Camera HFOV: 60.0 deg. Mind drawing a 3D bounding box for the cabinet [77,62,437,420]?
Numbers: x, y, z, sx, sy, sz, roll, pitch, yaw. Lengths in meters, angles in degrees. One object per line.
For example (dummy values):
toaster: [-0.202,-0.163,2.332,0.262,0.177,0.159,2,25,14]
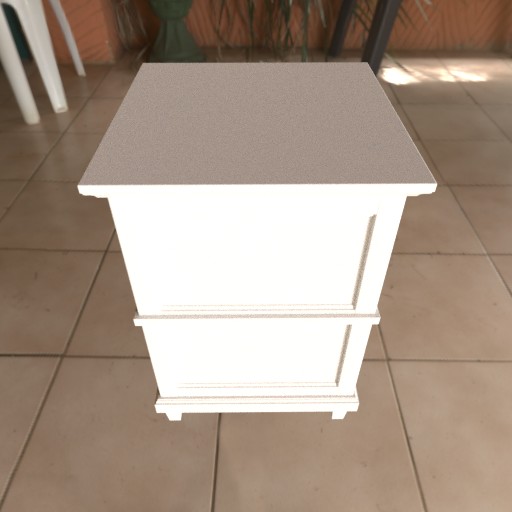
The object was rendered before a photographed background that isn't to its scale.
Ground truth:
cabinet: [0.000,0.000,1.131,0.547,0.775,0.544,0,42,0]
